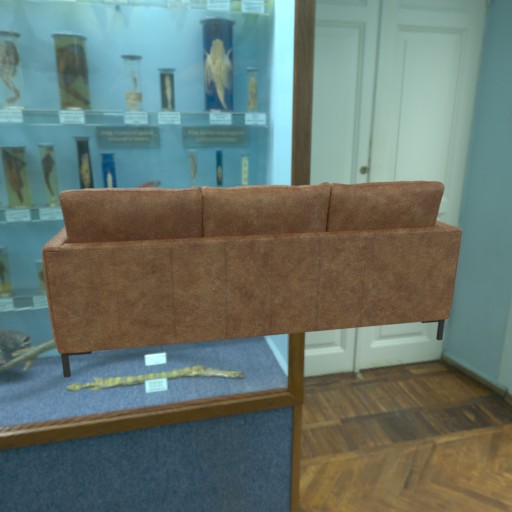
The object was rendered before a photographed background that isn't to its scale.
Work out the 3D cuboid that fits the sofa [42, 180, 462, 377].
[{"bbox_3d":[0.000,0.000,2.454,2.029,0.863,0.748,-3,16,-11],"label":"sofa"}]
